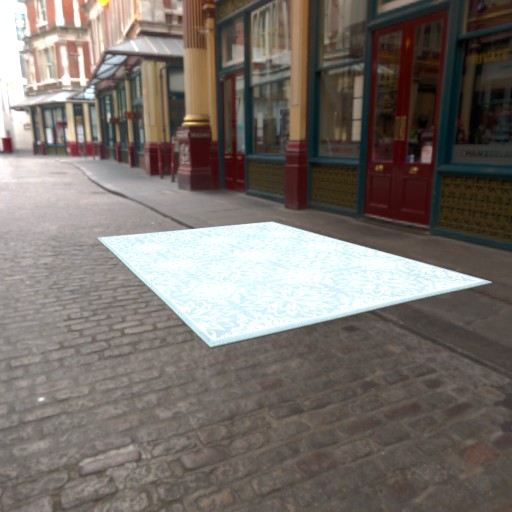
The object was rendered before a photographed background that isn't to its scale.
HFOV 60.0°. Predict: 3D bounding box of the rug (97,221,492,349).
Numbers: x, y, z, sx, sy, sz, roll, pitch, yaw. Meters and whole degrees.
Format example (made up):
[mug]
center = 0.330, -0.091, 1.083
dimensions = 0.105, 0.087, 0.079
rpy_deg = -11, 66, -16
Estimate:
[rug]
center = 0.000, 0.000, 2.862
dimensions = 1.589, 0.014, 2.205
rpy_deg = -8, 16, -28
